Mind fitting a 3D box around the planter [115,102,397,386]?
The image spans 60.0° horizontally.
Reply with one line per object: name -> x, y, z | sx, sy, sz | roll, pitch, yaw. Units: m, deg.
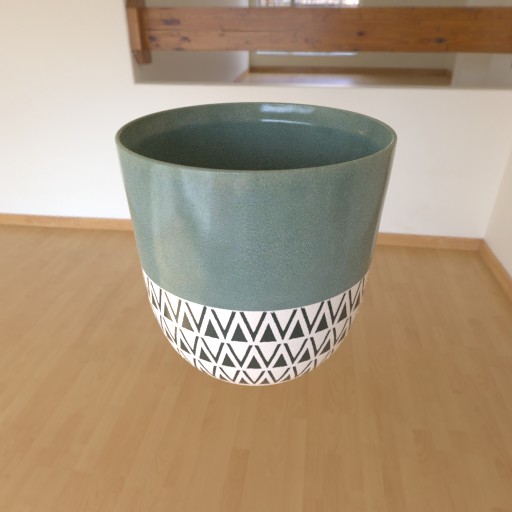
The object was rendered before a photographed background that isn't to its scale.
planter -> 0.000, 0.000, 0.374 | 0.198, 0.214, 0.198 | 0, 29, 0
